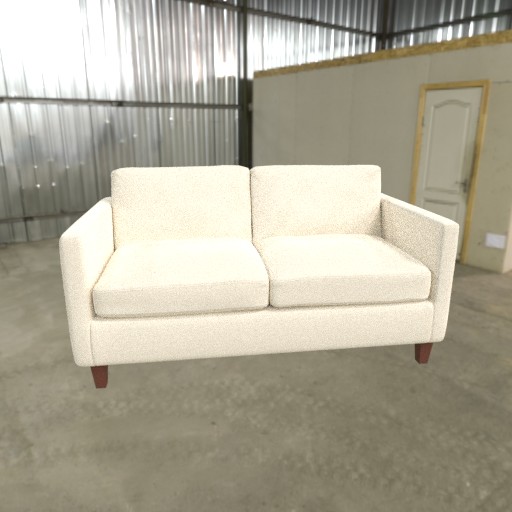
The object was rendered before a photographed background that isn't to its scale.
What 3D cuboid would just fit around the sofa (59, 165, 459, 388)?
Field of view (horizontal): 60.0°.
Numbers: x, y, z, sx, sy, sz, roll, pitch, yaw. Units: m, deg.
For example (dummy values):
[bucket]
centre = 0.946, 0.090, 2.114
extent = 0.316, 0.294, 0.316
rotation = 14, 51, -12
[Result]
[sofa]
centre = 0.000, 0.000, 2.316
extent = 1.702, 0.888, 0.964
rotation = -2, 17, -7
